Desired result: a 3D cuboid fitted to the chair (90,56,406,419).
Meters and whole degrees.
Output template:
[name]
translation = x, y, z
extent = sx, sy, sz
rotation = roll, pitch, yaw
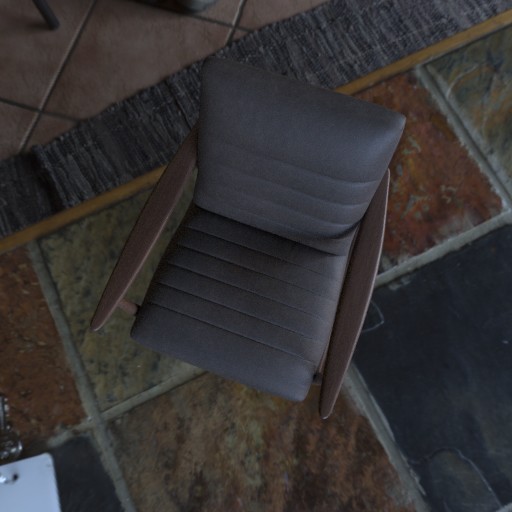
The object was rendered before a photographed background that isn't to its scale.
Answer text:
[chair]
translation = 0.000, 0.000, 1.457
extent = 0.741, 0.831, 0.798
rotation = 19, 76, 5
